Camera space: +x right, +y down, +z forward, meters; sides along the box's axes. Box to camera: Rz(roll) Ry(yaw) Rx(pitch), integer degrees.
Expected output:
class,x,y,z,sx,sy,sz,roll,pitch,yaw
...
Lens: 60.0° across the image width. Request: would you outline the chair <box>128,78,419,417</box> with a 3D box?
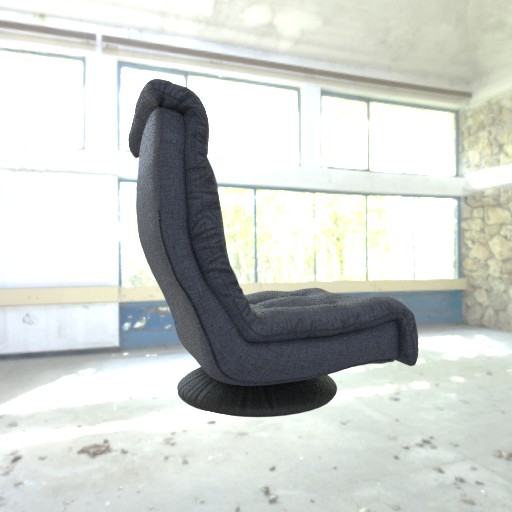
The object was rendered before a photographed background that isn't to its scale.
class,x,y,z,sx,sy,sz,roll,pitch,yaw
chair,0.000,0.000,1.227,0.668,0.749,0.597,0,0,-19
